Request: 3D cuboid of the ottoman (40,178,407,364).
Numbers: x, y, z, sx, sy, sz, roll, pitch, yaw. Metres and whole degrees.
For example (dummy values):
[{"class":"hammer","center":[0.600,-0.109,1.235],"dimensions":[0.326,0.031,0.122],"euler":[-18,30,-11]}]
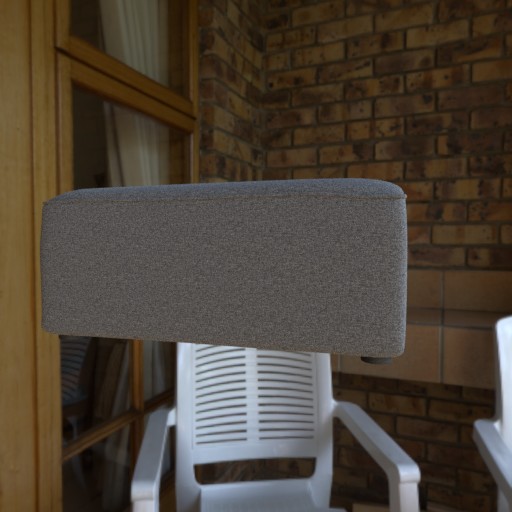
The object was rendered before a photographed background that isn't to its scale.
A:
[{"class":"ottoman","center":[0.000,0.000,1.597],"dimensions":[1.005,0.464,1.015],"euler":[1,2,17]}]
